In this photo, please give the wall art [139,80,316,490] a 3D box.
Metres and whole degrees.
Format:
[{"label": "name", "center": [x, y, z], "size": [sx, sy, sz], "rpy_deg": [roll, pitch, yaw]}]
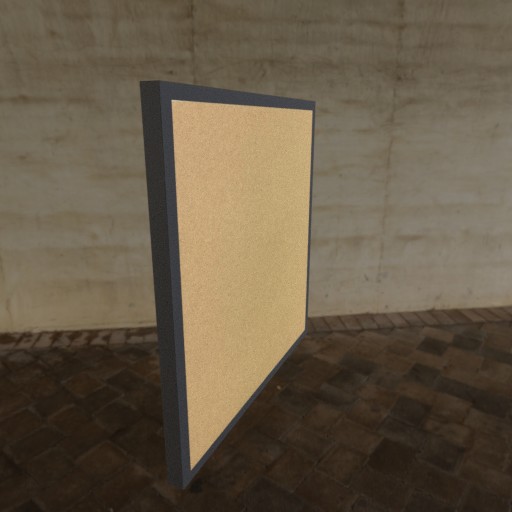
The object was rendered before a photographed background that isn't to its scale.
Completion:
[{"label": "wall art", "center": [0.000, 0.000, 1.109], "size": [0.037, 0.760, 0.762], "rpy_deg": [8, 18, 24]}]
